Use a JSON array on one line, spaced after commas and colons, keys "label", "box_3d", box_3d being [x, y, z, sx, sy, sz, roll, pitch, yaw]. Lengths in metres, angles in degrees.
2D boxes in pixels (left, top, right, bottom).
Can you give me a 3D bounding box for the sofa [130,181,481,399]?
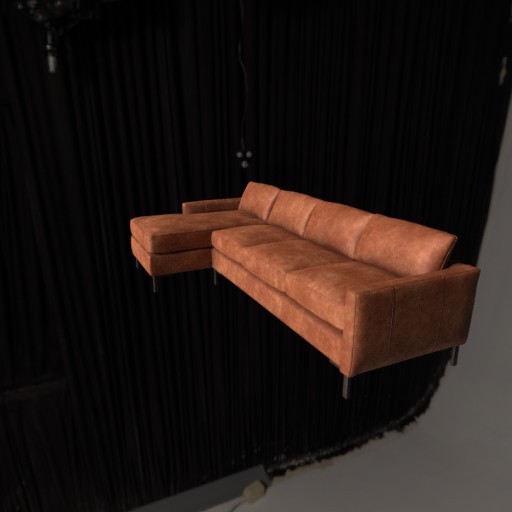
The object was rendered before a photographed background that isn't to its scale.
[{"label": "sofa", "box_3d": [0.000, 0.000, 3.607, 1.471, 0.859, 2.993, -8, 18, -25]}]
